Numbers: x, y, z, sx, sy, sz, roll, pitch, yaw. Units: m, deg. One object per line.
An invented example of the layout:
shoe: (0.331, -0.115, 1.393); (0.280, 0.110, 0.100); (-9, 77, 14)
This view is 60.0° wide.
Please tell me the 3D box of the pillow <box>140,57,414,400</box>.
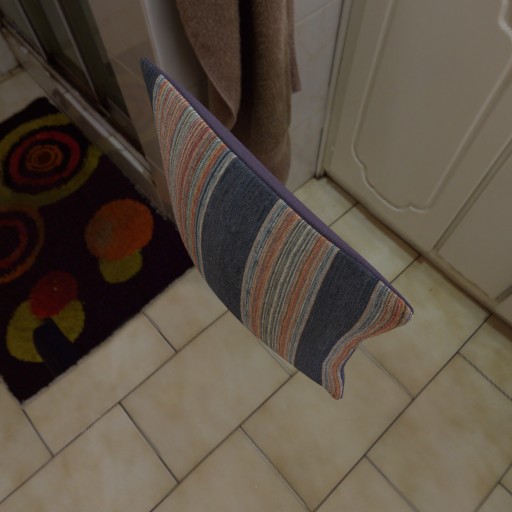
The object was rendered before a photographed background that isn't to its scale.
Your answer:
pillow: (0.000, 0.000, 0.641); (0.136, 0.419, 0.437); (-37, 68, -17)
